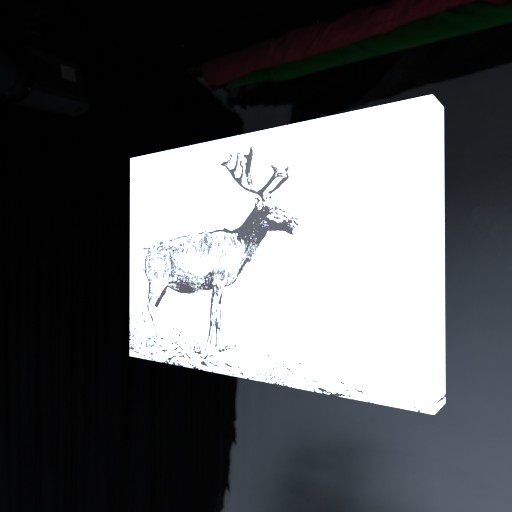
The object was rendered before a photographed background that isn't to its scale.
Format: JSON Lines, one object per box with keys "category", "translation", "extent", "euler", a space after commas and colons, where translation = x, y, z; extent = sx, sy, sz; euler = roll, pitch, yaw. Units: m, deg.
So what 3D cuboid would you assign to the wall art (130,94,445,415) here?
{"category": "wall art", "translation": [0.000, 0.000, 0.484], "extent": [0.381, 0.259, 0.038], "euler": [-1, -1, 36]}
